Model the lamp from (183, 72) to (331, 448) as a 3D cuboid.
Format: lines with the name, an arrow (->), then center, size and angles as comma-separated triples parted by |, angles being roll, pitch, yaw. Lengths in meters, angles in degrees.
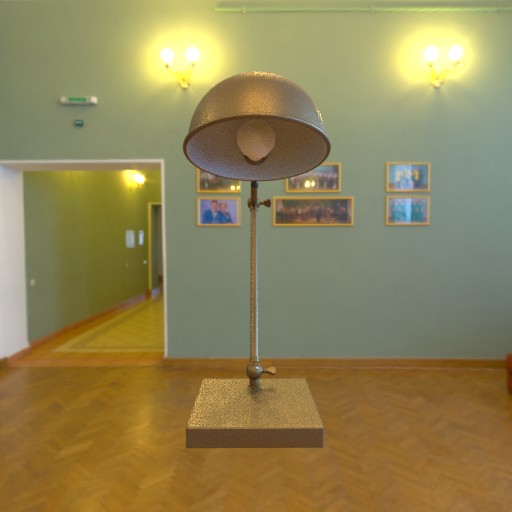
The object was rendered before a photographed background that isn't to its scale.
lamp -> 0.000, 0.000, 0.554 | 0.149, 0.371, 0.339 | 0, 2, -1
